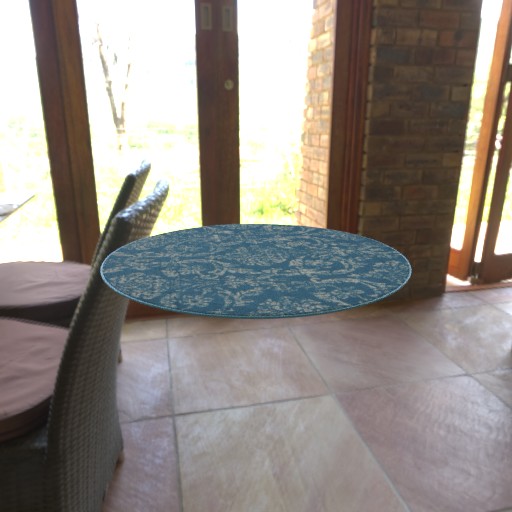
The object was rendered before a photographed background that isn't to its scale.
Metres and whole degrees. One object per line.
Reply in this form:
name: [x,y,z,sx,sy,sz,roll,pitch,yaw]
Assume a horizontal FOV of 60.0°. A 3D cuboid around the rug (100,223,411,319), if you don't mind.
rug: [0.000,0.000,2.394,1.593,0.012,1.593,0,17,0]
